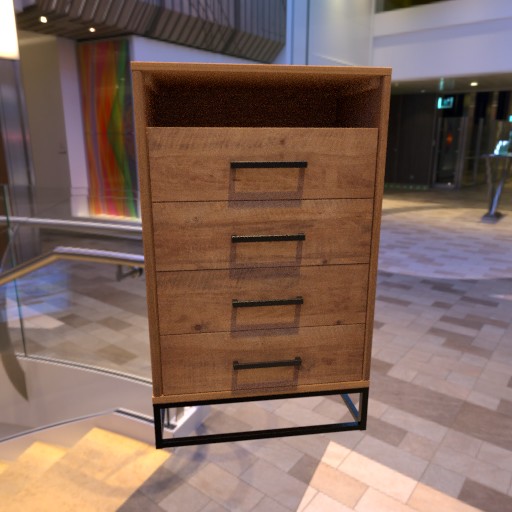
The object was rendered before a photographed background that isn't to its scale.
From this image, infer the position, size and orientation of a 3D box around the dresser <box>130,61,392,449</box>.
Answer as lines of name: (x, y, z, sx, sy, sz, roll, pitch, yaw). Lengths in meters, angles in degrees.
dresser: (0.000, 0.000, 1.626, 0.761, 1.240, 0.479, -2, 15, -8)
